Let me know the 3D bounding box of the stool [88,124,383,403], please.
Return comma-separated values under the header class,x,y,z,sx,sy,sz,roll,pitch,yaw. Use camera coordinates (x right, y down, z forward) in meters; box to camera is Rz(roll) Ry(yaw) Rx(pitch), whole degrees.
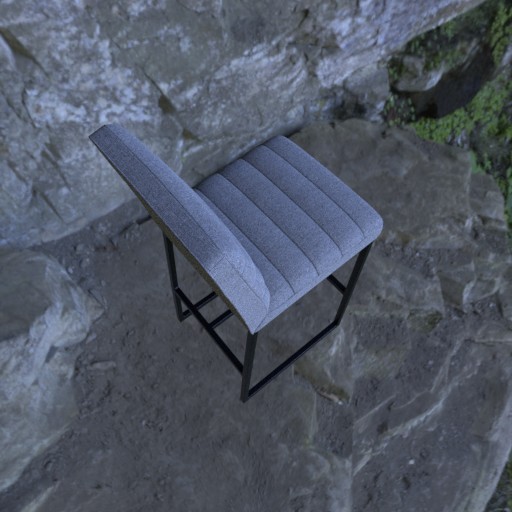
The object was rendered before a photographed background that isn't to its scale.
class,x,y,z,sx,sy,sz,roll,pitch,yaw
stool,0.000,0.000,1.367,0.571,1.034,0.459,-35,64,-20
